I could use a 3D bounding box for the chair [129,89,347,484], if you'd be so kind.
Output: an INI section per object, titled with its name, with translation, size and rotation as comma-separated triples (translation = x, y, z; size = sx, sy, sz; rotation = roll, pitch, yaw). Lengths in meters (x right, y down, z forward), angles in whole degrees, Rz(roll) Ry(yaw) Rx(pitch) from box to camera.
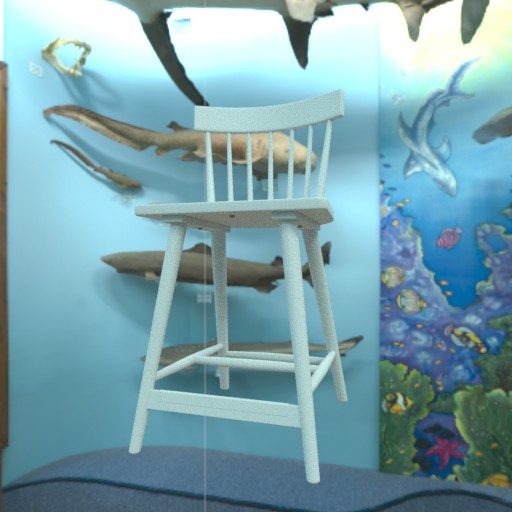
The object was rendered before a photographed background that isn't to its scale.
[chair]
translation = 0.000, 0.000, 1.260
size = 0.483, 0.952, 0.572
rotation = 0, 0, 18
